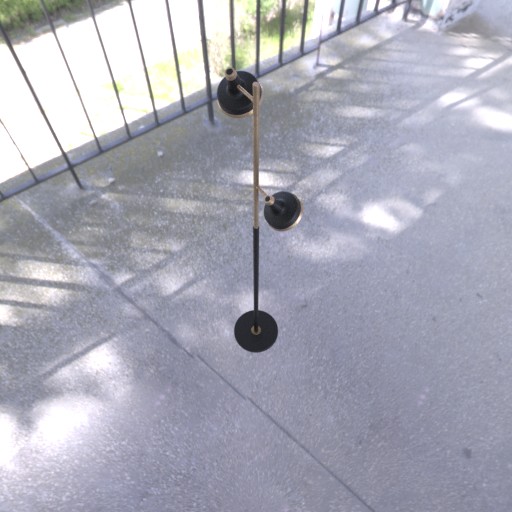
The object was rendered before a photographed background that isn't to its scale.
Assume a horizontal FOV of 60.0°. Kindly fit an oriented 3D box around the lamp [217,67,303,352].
[{"bbox_3d":[0.000,0.000,1.834,0.253,1.674,0.351,-33,64,-18],"label":"lamp"}]
